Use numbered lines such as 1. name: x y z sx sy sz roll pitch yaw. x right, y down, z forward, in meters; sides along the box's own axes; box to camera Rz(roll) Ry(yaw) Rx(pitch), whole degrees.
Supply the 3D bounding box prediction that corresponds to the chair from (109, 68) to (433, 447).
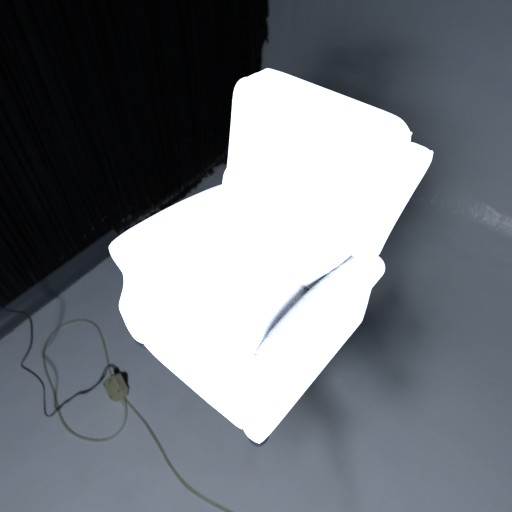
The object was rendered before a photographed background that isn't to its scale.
1. chair: 0.000 0.000 1.715 0.859 1.046 0.919 32 55 26
